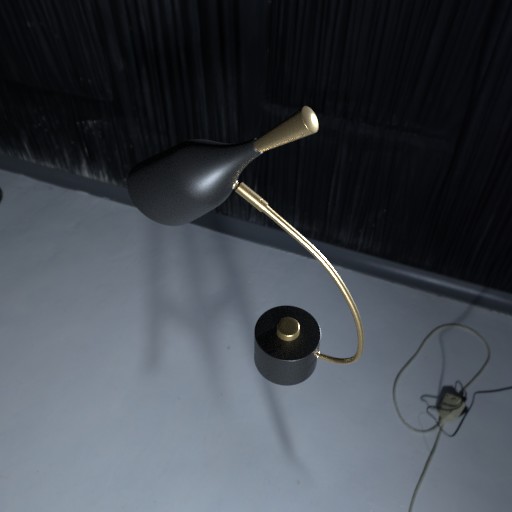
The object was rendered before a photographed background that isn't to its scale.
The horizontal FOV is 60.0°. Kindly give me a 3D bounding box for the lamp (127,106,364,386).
[{"bbox_3d":[0.000,0.000,0.623,0.352,0.464,0.110,16,48,15],"label":"lamp"}]
